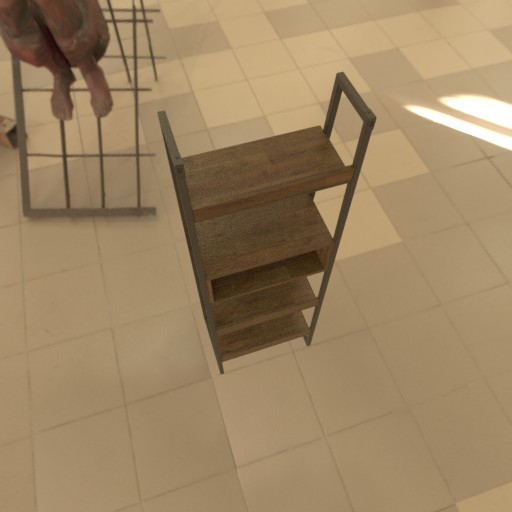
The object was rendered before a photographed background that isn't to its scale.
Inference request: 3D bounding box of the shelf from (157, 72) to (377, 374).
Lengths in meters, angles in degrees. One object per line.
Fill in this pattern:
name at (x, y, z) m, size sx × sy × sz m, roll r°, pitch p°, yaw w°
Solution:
shelf at (0.000, 0.000, 2.303) m, size 0.652 × 2.005 × 0.454 m, roll -16°, pitch 59°, yaw -10°
